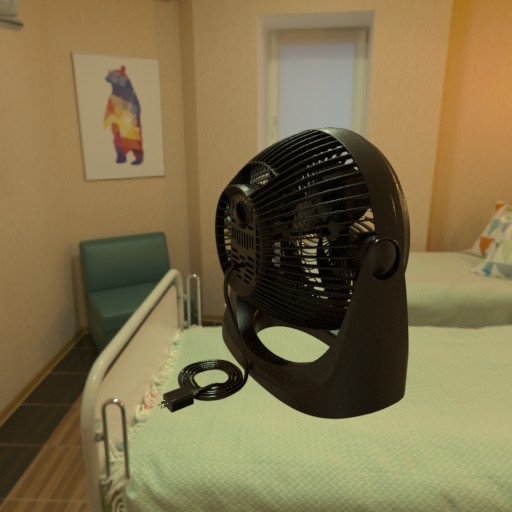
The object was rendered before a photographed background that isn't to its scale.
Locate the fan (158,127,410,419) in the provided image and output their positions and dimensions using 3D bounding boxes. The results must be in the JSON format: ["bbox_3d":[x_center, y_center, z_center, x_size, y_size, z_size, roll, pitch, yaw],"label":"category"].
[{"bbox_3d":[0.000,0.000,0.497,0.256,0.277,0.273,-8,18,-26],"label":"fan"}]
